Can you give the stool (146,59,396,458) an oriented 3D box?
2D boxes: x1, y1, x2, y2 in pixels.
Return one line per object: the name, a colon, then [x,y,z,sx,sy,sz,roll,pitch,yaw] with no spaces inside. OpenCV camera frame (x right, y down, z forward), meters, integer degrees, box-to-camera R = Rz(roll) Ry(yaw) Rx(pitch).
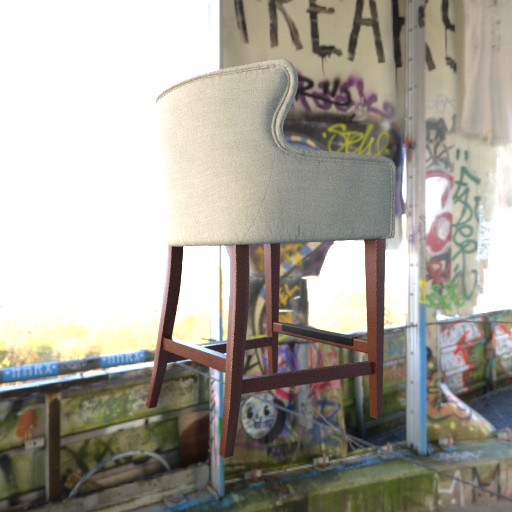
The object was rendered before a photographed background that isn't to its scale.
stool: [0.000,0.000,1.408,0.637,0.987,0.615,0,1,-36]
